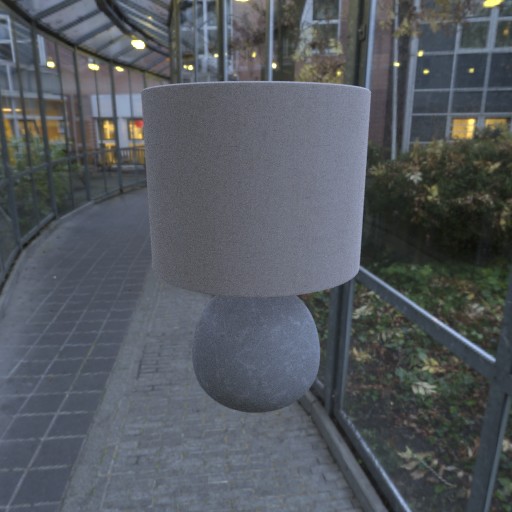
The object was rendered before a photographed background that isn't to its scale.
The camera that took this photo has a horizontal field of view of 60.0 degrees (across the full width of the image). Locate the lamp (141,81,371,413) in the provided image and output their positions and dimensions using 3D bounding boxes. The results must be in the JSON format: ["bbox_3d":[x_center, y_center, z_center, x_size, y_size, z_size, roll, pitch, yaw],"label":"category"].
[{"bbox_3d":[0.000,0.000,0.590,0.269,0.409,0.269,2,16,7],"label":"lamp"}]
